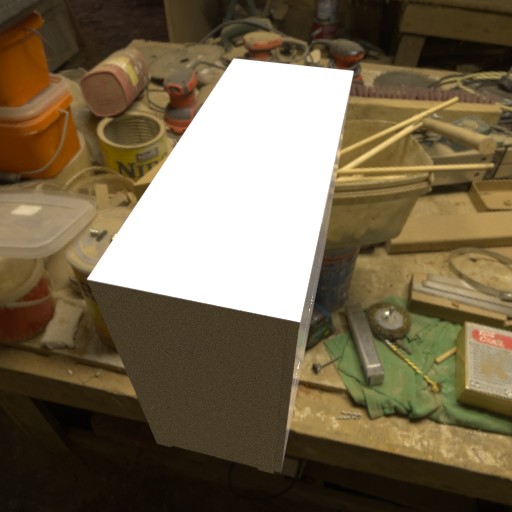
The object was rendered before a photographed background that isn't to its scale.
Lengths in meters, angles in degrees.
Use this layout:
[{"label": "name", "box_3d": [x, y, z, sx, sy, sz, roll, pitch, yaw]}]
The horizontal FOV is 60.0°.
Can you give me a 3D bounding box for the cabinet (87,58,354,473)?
[{"label": "cabinet", "box_3d": [0.000, 0.000, 1.410, 0.400, 0.800, 1.000, 10, 47, 9]}]
